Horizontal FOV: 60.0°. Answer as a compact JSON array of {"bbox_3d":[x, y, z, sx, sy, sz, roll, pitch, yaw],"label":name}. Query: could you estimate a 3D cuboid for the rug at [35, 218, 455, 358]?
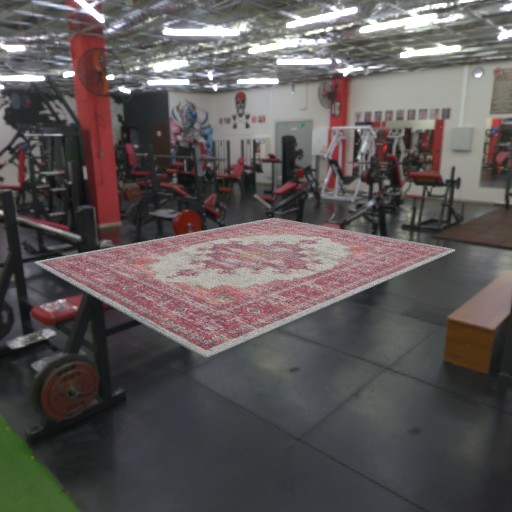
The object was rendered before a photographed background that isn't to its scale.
[{"bbox_3d":[0.000,0.000,4.144,3.123,0.017,2.447,-14,21,-43],"label":"rug"}]
